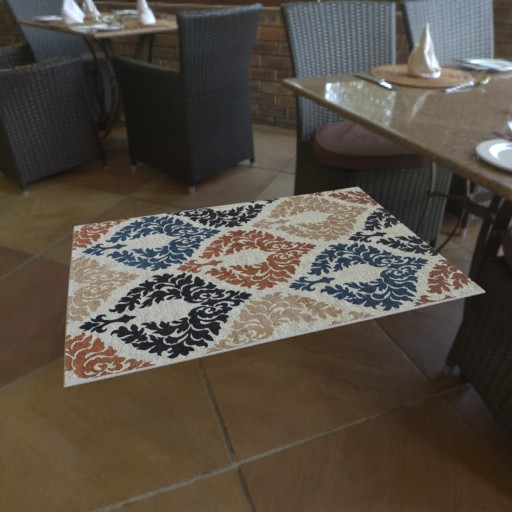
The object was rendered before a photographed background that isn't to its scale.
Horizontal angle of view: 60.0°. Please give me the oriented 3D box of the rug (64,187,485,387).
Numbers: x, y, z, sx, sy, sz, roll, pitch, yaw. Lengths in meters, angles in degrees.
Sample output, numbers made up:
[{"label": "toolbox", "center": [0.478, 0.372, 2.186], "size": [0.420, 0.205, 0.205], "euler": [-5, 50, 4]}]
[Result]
[{"label": "rug", "center": [0.000, 0.000, 2.844], "size": [2.275, 0.014, 1.514], "euler": [-10, 34, -15]}]
